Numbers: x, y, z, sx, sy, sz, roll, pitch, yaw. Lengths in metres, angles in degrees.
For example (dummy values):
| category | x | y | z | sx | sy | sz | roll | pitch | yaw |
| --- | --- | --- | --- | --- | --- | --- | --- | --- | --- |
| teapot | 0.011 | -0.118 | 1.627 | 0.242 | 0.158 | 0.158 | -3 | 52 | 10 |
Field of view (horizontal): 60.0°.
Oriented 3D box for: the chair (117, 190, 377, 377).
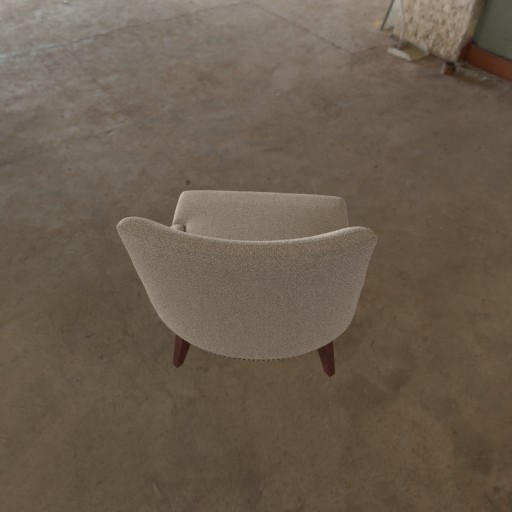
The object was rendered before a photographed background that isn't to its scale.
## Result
| category | x | y | z | sx | sy | sz | roll | pitch | yaw |
| --- | --- | --- | --- | --- | --- | --- | --- | --- | --- |
| chair | 0.000 | 0.000 | 1.492 | 0.701 | 0.909 | 0.861 | 3 | 47 | 3 |
